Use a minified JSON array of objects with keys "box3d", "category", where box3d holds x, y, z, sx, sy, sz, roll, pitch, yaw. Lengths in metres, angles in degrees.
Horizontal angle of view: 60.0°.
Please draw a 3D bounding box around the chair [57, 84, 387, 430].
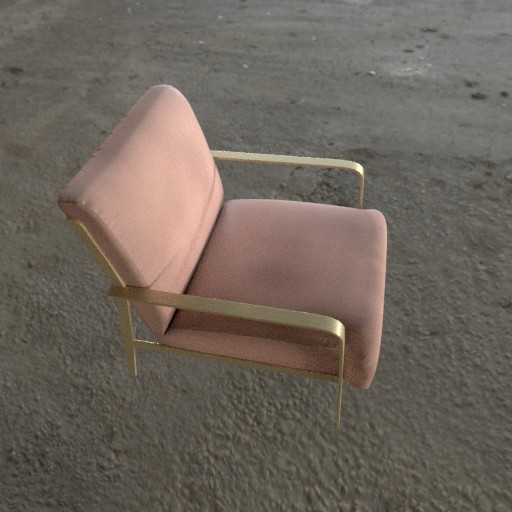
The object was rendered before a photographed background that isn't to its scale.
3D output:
[{"box3d":[0.000,0.000,1.464,0.848,0.823,0.701,10,48,9],"category":"chair"}]
